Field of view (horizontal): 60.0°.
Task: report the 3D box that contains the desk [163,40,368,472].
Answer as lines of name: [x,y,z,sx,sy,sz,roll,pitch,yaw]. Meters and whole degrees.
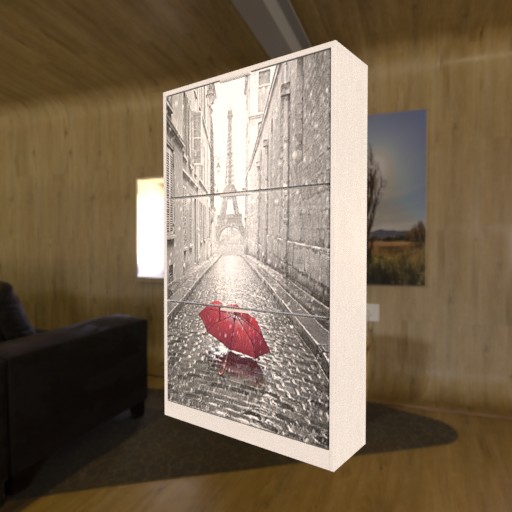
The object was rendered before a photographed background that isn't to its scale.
desk: [0.000,0.000,1.626,0.750,1.280,0.250,1,2,37]
